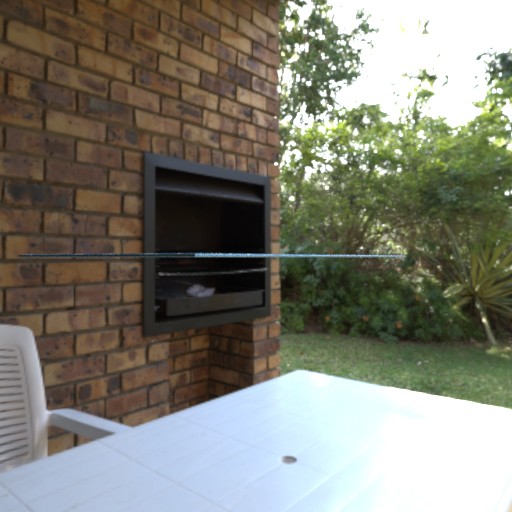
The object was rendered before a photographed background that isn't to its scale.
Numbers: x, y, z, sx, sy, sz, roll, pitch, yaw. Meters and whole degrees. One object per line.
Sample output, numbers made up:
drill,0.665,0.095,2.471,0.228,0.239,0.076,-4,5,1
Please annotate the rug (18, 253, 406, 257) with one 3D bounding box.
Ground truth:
rug,0.000,0.000,1.437,0.604,0.007,1.219,0,0,35
